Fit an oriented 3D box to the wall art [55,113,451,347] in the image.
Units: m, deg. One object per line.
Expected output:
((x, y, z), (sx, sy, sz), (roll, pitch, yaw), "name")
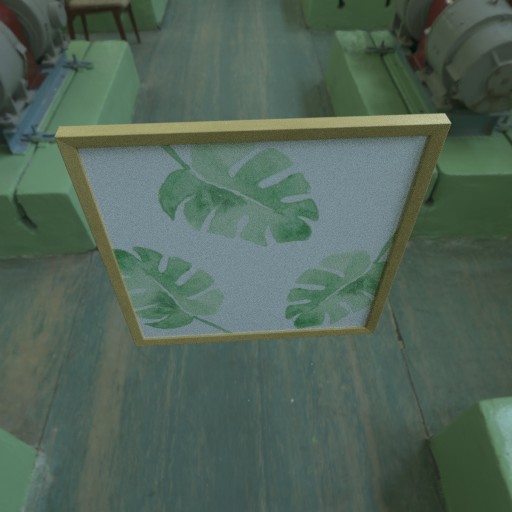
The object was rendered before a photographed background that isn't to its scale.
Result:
((0.000, 0.000, 1.145), (0.763, 0.763, 0.037), (-3, 48, -2), "wall art")
